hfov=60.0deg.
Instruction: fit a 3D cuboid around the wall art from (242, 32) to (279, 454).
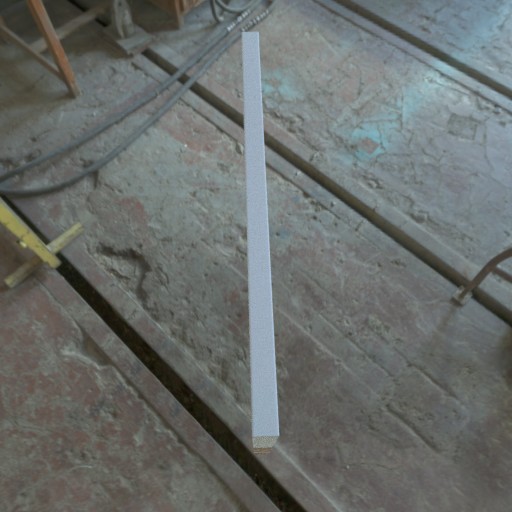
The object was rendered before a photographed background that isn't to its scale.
[{"bbox_3d":[0.000,0.000,1.431,0.051,0.761,1.138,-2,64,-1],"label":"wall art"}]
